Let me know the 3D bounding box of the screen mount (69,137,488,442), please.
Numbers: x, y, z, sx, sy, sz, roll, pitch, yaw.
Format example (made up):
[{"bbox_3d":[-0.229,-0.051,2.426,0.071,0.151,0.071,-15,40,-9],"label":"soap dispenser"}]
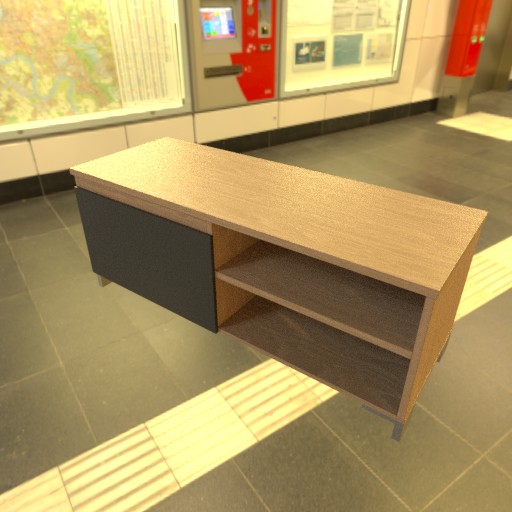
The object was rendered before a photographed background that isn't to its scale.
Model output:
[{"bbox_3d":[0.000,0.000,1.304,1.084,0.432,0.406,20,36,30],"label":"screen mount"}]
